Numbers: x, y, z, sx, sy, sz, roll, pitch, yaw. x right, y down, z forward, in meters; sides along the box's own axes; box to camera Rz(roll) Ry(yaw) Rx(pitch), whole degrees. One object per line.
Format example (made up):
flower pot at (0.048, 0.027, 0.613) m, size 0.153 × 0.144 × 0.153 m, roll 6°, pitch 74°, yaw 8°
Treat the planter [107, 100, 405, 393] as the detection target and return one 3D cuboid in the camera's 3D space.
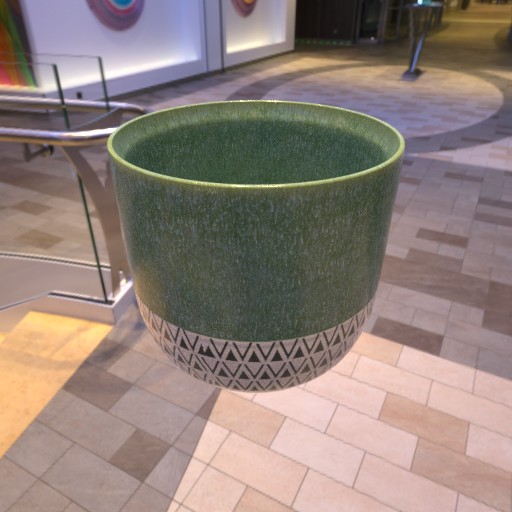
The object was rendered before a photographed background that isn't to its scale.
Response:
planter at (0.000, 0.000, 0.479) m, size 0.266 × 0.270 × 0.266 m, roll 0°, pitch 31°, yaw 0°
